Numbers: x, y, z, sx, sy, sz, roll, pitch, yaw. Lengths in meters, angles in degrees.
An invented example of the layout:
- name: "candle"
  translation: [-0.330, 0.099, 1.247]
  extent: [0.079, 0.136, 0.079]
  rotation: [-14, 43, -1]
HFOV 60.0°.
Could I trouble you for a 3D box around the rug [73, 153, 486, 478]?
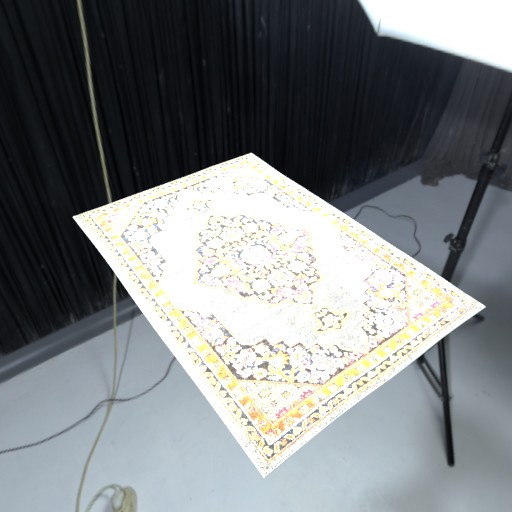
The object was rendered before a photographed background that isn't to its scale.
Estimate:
- name: "rug"
  translation: [0.000, 0.000, 3.655]
  extent: [2.043, 0.026, 2.901]
  rotation: [-26, 47, -27]
